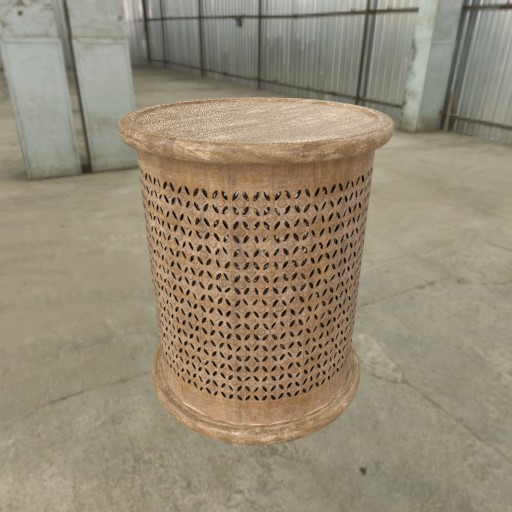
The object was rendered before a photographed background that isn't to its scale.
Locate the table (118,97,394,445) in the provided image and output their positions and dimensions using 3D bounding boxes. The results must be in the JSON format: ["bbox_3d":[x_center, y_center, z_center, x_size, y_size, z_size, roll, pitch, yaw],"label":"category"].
[{"bbox_3d":[0.000,0.000,0.781,0.407,0.482,0.407,0,27,0],"label":"table"}]
